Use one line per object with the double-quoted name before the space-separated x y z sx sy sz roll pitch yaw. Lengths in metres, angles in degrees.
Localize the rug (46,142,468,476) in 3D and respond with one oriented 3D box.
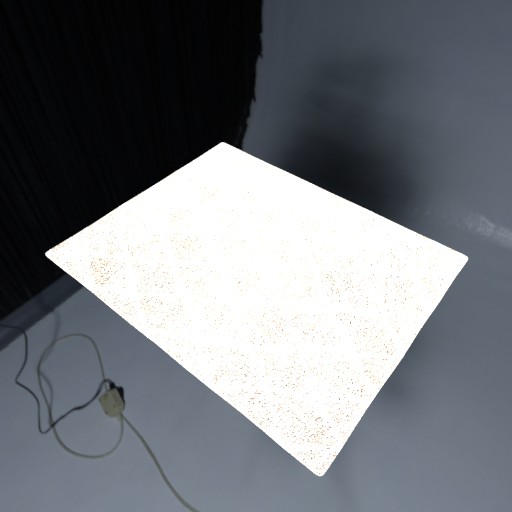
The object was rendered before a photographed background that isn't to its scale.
"rug" 0.000 0.000 4.070 3.047 0.029 2.438 31 54 26
